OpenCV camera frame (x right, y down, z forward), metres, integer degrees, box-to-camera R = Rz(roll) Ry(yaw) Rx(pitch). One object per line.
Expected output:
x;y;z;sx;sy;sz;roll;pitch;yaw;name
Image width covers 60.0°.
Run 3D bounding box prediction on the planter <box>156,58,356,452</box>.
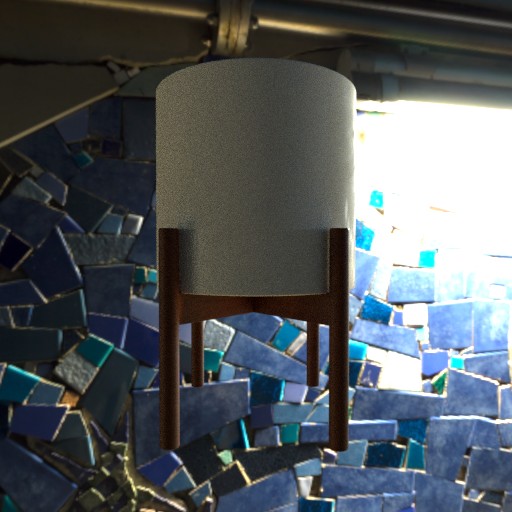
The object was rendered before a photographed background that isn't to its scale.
0.000;0.000;0.953;0.417;0.670;0.417;0;1;0;planter
